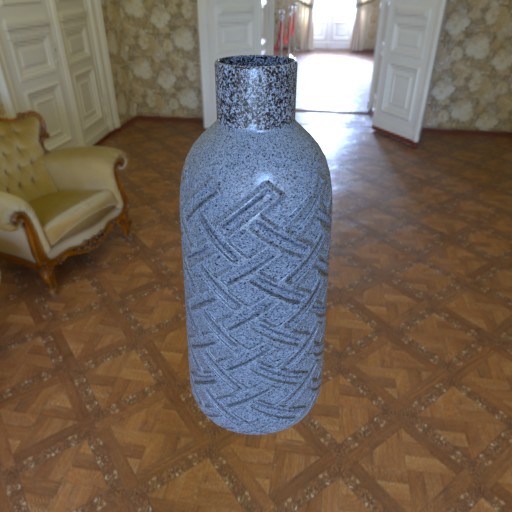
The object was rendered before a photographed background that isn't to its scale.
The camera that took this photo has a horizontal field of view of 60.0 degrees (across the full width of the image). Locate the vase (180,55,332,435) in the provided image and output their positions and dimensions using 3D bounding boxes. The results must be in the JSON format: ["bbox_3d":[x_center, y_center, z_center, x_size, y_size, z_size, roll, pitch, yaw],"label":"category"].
[{"bbox_3d":[0.000,0.000,0.346,0.122,0.282,0.122,0,32,0],"label":"vase"}]
